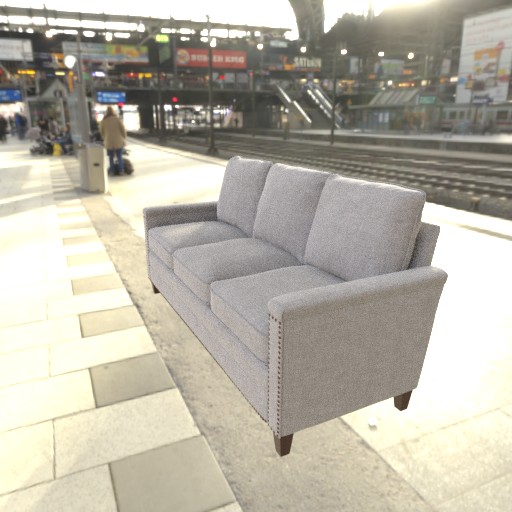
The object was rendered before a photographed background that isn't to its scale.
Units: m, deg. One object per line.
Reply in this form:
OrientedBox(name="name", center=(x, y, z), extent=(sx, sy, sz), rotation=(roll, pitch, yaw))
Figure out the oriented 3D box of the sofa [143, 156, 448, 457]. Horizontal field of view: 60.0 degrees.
OrientedBox(name="sofa", center=(0.000, 0.000, 2.457), extent=(0.828, 0.959, 1.925), rotation=(-9, 19, -26))
